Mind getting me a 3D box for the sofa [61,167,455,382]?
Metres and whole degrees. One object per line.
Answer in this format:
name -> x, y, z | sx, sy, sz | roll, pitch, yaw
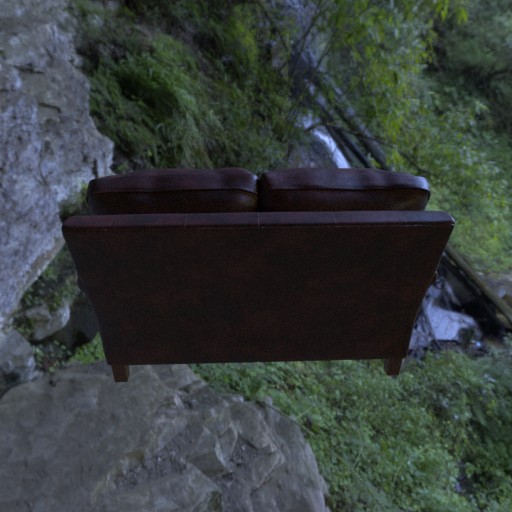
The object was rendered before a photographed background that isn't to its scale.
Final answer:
sofa -> 0.000, 0.000, 2.380 | 1.628, 1.070, 1.148 | -1, 29, -2
